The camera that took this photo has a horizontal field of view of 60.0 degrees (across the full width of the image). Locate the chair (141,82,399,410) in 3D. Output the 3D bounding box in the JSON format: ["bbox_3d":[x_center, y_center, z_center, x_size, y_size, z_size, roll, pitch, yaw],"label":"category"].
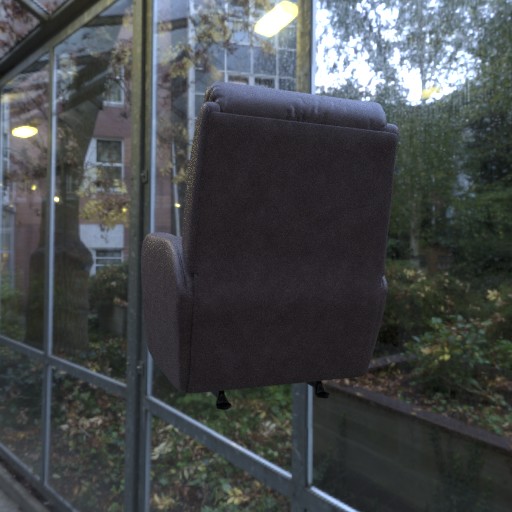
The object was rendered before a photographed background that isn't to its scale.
[{"bbox_3d":[0.000,0.000,1.855,0.865,1.067,1.067,0,-1,-20],"label":"chair"}]
